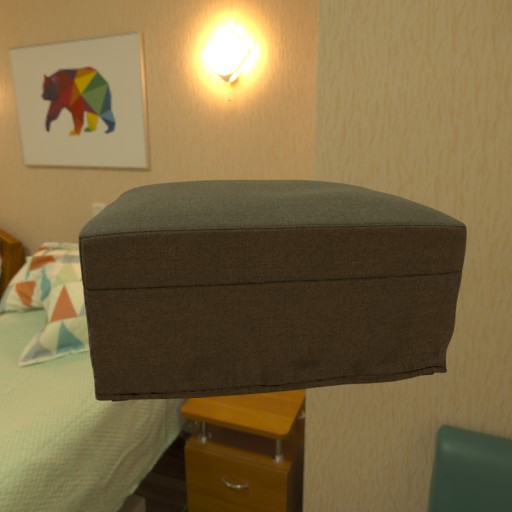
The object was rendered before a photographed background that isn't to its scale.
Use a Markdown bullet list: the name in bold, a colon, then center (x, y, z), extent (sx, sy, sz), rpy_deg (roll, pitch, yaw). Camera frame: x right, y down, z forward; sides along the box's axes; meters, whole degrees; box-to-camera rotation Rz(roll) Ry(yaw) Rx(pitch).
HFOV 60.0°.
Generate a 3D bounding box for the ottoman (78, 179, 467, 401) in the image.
- **ottoman**: center (0.000, 0.000, 1.330), extent (0.840, 0.436, 0.843), rpy_deg (-2, 14, -9)
